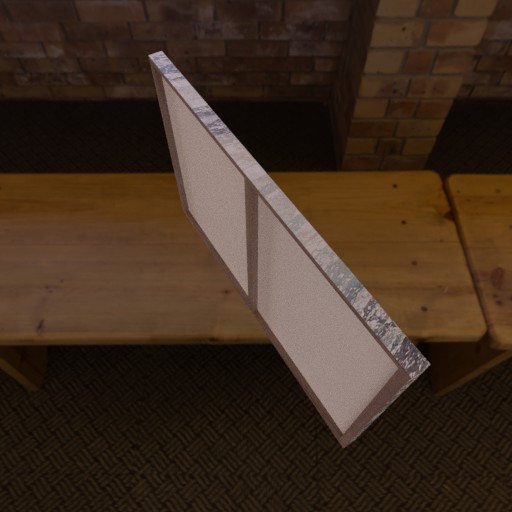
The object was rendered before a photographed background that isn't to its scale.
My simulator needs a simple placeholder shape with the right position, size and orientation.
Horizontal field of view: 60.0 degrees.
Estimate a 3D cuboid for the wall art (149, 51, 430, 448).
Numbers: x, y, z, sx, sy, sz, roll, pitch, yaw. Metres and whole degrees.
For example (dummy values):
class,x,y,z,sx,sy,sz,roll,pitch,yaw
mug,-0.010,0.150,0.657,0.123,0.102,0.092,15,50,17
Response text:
class,x,y,z,sx,sy,sz,roll,pitch,yaw
wall art,0.000,0.000,1.112,0.038,0.598,0.919,-28,62,-16
